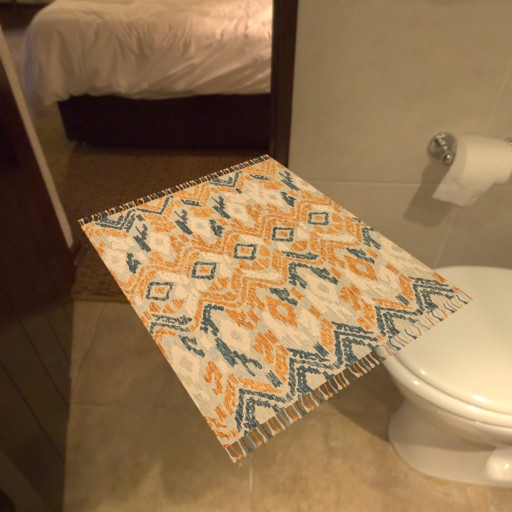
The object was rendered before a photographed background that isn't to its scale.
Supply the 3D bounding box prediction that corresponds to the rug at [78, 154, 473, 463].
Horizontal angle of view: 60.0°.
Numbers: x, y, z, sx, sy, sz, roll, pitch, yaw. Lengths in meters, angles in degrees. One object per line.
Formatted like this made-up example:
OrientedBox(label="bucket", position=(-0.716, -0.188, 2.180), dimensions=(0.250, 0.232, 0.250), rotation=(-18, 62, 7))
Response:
OrientedBox(label="rug", position=(0.000, 0.000, 4.213), dimensions=(2.439, 0.010, 3.048), rotation=(-25, 47, -25))
